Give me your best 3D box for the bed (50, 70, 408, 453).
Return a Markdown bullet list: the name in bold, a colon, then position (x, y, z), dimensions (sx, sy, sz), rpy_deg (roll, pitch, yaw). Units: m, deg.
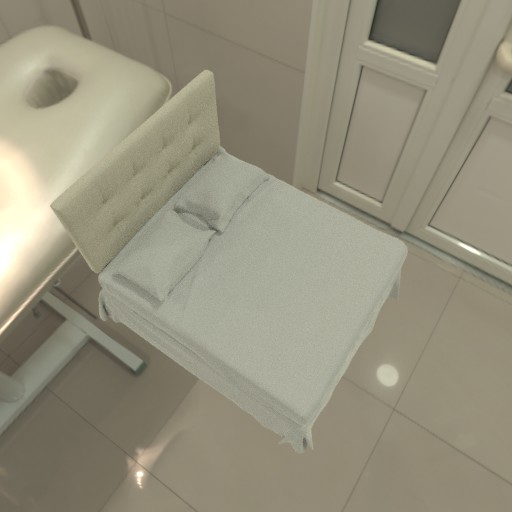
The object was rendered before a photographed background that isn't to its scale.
- **bed**: position (0.000, 0.000, 3.499), dimensions (2.222, 1.577, 1.936), rpy_deg (30, 64, 17)
